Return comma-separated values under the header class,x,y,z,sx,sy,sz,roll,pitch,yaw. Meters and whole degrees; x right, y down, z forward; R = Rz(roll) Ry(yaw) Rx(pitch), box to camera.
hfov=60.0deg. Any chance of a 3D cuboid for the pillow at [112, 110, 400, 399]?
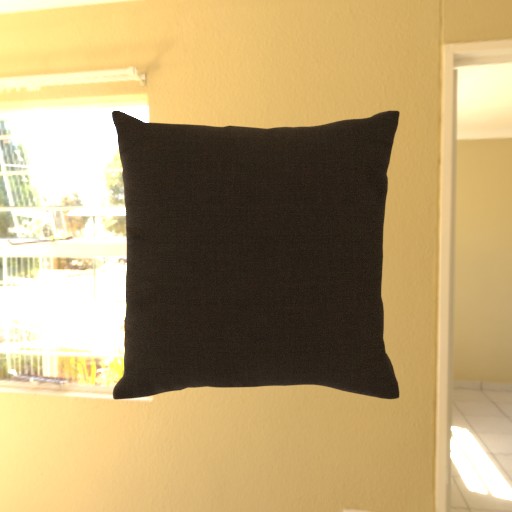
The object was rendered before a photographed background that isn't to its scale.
class,x,y,z,sx,sy,sz,roll,pitch,yaw
pillow,0.000,0.000,0.664,0.432,0.432,0.139,0,2,0
